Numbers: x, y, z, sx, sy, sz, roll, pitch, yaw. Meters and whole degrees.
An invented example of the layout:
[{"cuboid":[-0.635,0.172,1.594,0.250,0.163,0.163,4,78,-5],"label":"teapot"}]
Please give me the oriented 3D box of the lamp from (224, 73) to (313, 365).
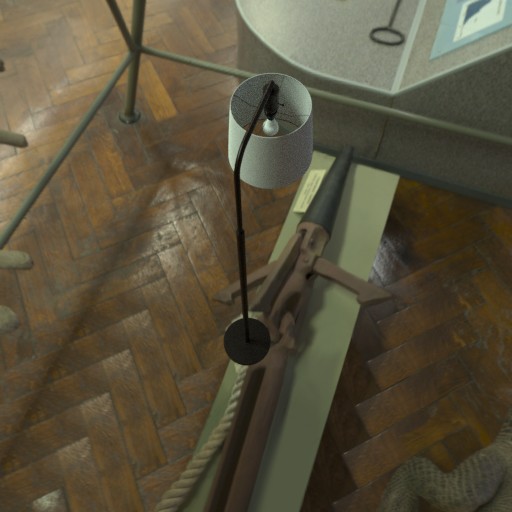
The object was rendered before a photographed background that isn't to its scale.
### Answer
[{"cuboid":[0.000,0.000,1.697,0.254,1.478,0.508,18,64,9],"label":"lamp"}]
